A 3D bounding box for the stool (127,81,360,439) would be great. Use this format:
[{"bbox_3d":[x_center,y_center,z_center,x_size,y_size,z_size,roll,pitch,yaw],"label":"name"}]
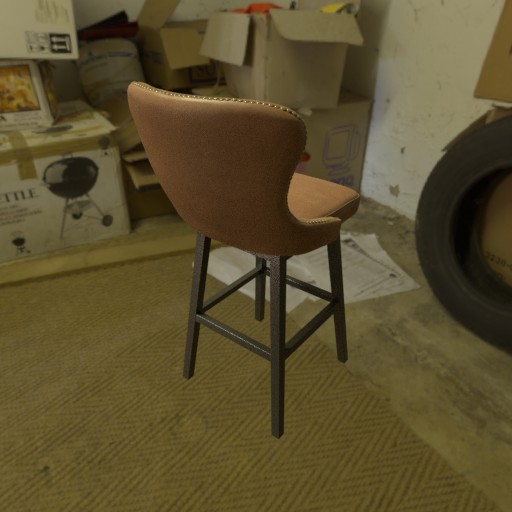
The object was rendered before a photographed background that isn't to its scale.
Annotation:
[{"bbox_3d":[0.000,0.000,1.380,0.528,1.050,0.601,22,37,32],"label":"stool"}]
